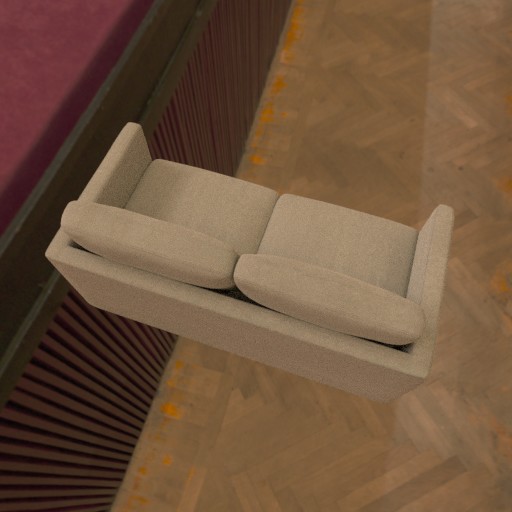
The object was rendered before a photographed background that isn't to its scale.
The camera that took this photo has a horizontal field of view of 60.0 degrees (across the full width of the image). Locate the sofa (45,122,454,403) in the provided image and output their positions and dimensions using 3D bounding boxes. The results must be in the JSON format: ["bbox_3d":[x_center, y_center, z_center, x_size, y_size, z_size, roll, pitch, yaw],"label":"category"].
[{"bbox_3d":[0.000,0.000,2.444,1.884,0.963,0.950,17,64,8],"label":"sofa"}]
